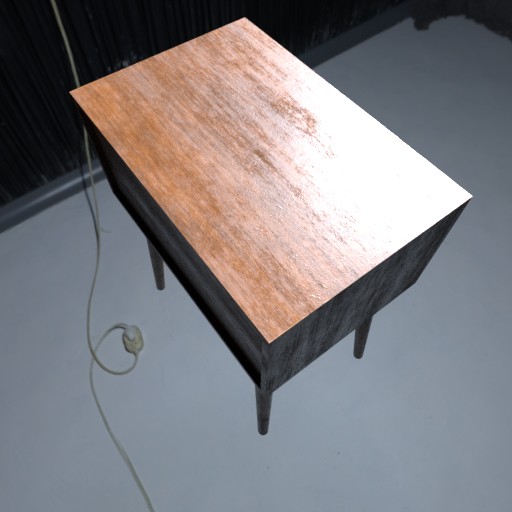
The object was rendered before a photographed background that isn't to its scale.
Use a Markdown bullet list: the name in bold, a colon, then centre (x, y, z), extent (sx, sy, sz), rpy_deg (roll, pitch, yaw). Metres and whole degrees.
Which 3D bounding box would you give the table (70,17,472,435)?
- **table**: centre (0.000, 0.000, 0.816), extent (0.307, 0.580, 0.454), rpy_deg (-33, 64, -18)
